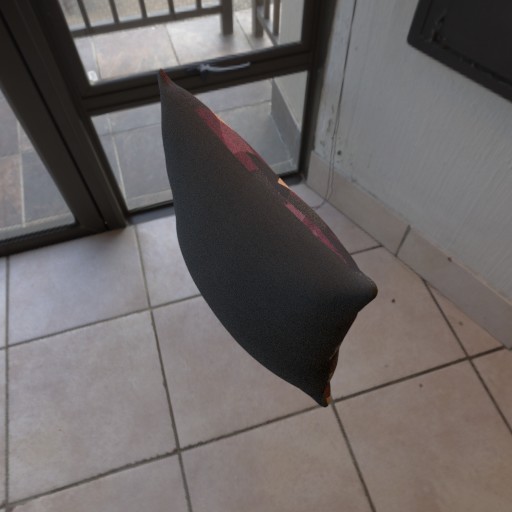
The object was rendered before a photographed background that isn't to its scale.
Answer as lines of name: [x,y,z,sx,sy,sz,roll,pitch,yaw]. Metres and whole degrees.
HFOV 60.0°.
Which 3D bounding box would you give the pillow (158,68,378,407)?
pillow: [0.000,0.000,0.794,0.208,0.496,0.503,-31,63,-18]
